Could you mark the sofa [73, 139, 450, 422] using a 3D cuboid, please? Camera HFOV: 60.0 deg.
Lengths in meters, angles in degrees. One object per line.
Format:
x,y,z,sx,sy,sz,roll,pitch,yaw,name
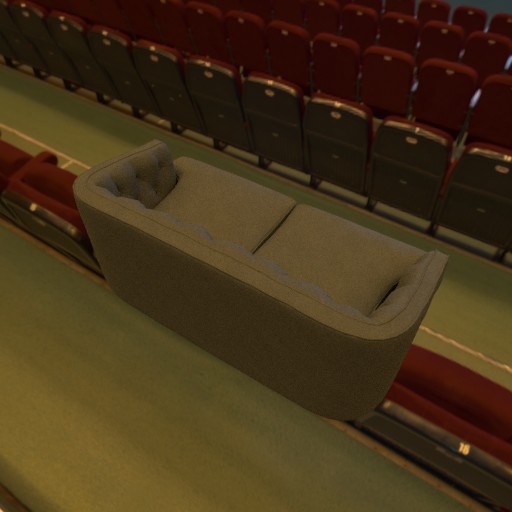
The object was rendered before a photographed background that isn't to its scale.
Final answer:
0.000,0.000,2.309,1.733,0.855,0.941,25,52,21,sofa
